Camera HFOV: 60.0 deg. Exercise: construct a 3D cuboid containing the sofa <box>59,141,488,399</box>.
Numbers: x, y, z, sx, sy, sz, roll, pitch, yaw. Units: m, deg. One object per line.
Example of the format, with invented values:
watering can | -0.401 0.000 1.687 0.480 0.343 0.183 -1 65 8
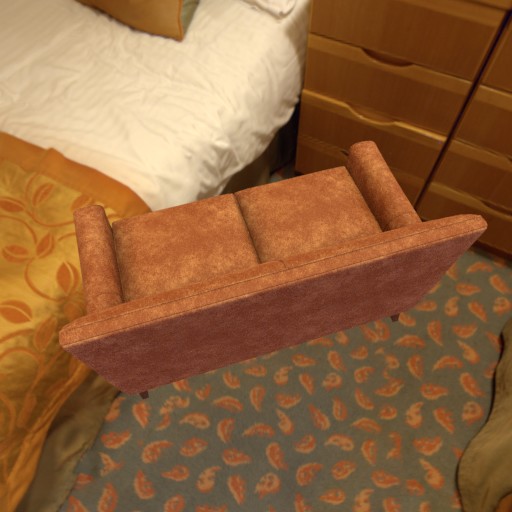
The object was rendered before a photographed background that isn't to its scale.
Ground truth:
sofa | 0.000 0.000 1.999 1.473 0.871 0.787 -15 59 -9
